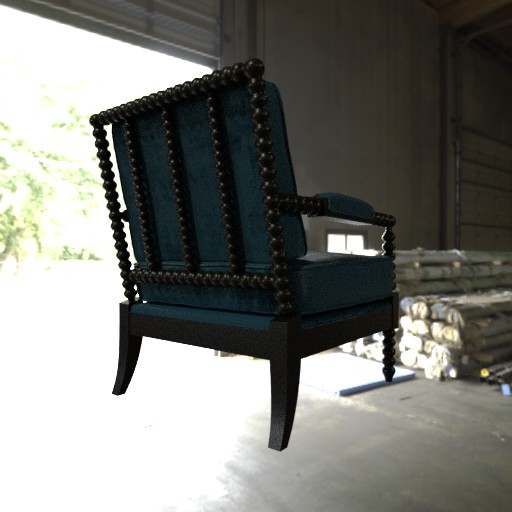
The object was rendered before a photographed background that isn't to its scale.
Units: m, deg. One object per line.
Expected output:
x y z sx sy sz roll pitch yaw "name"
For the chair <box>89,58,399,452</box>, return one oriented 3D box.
0.000 0.000 1.421 0.688 0.857 0.805 0 0 39 "chair"
